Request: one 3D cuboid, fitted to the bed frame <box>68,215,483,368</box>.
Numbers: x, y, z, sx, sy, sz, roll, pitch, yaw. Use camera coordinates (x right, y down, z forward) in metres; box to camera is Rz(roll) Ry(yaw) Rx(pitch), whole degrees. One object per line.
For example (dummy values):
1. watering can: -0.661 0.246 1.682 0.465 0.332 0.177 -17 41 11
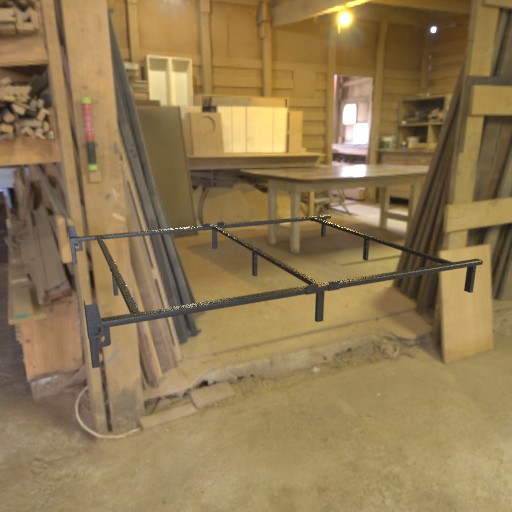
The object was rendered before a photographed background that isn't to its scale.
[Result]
1. bed frame: 0.000 0.000 2.635 1.990 0.248 1.498 -7 17 -23
